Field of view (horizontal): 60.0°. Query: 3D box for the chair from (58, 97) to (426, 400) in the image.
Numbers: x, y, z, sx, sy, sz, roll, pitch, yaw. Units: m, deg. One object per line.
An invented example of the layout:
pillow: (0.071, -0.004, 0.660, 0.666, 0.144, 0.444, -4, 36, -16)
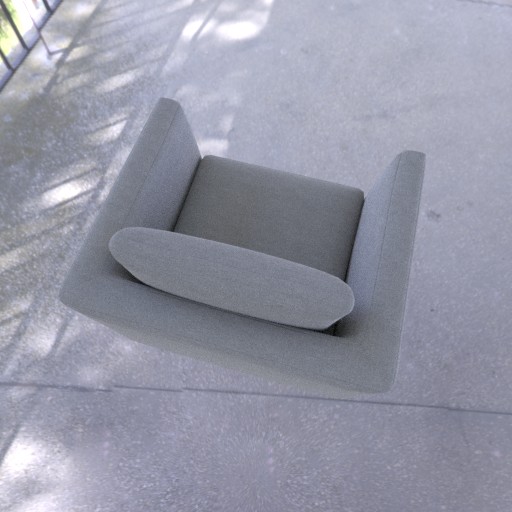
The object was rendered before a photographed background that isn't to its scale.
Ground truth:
chair: (0.000, 0.000, 1.684, 1.041, 0.864, 0.889, 14, 64, 7)
